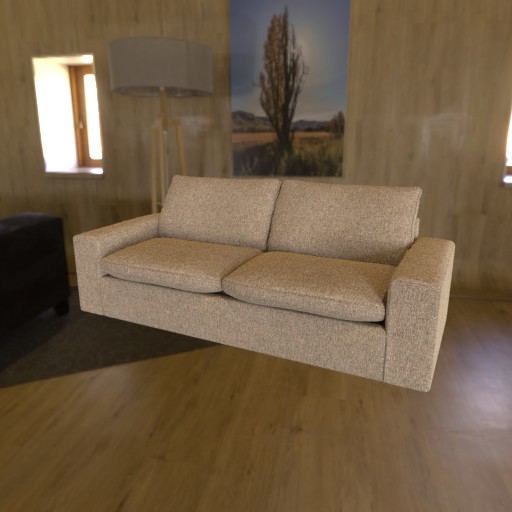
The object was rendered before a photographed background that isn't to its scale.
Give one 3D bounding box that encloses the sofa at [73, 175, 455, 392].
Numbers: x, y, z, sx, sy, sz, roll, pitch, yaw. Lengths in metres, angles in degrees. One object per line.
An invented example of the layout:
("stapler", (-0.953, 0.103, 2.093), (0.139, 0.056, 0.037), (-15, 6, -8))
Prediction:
("sofa", (0.000, 0.000, 2.877), (2.299, 0.922, 1.040), (8, 17, 26))
